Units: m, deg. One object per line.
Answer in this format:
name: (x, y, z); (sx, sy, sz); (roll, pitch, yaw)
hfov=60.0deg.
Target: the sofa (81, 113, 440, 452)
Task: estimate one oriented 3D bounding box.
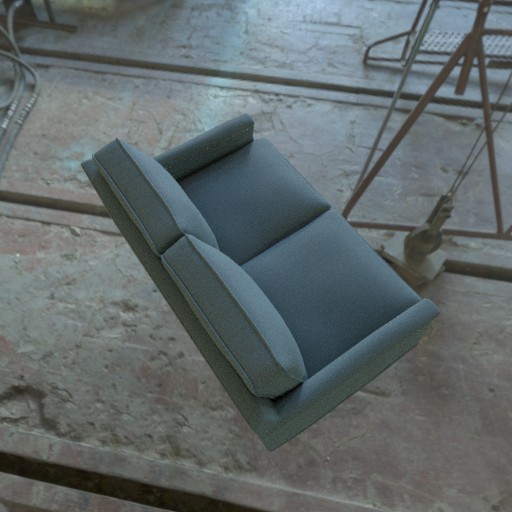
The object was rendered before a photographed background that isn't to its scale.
sofa: (0.000, 0.000, 2.299); (1.084, 1.003, 1.597); (-31, 64, -17)
